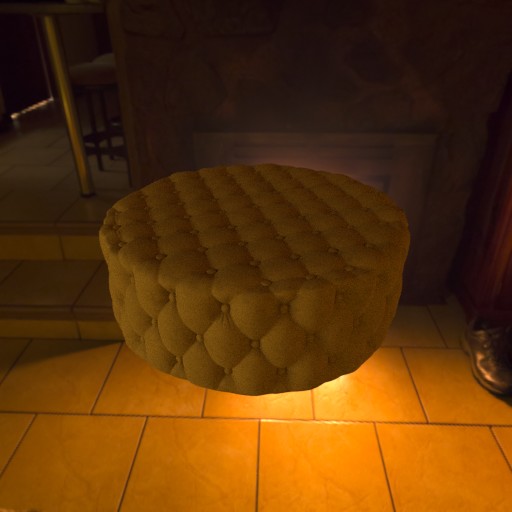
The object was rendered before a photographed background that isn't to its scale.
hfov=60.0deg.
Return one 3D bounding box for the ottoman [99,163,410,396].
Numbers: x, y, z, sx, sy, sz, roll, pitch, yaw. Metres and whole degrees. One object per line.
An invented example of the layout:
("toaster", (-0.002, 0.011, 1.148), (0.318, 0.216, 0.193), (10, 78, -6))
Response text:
("ottoman", (0.000, 0.000, 1.550), (0.998, 0.399, 0.998), (0, 29, 0))
